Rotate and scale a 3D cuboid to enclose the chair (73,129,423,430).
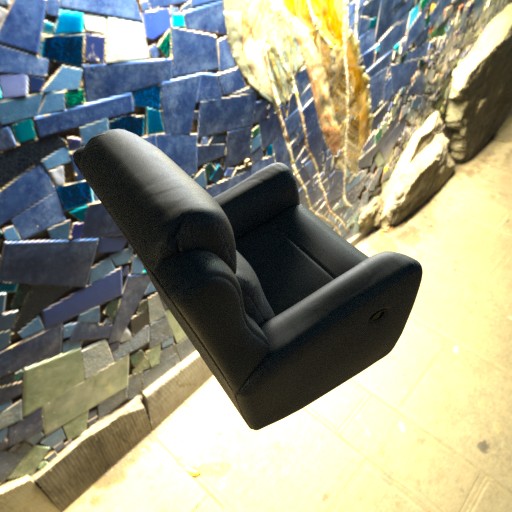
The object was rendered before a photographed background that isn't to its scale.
[{"bbox_3d":[0.000,0.000,1.856,1.068,1.116,0.965,-24,47,-24],"label":"chair"}]
